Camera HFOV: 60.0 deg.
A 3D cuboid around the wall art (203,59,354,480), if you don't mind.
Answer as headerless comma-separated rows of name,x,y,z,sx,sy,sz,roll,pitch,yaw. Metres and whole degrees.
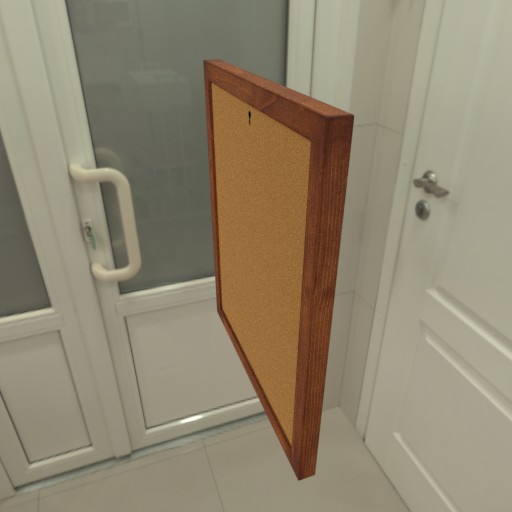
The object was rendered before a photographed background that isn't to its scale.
wall art,0.000,0.000,0.744,0.030,0.558,0.462,-11,32,-17
